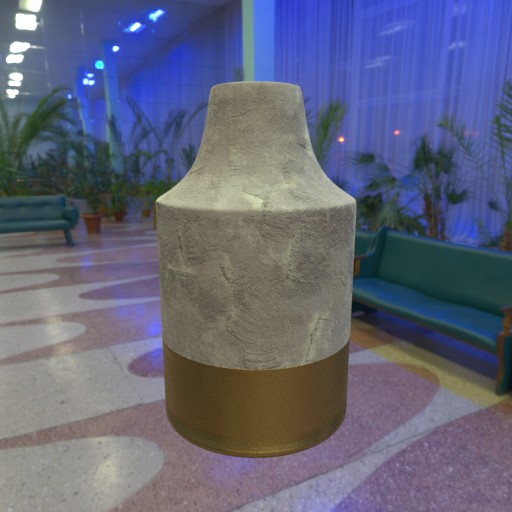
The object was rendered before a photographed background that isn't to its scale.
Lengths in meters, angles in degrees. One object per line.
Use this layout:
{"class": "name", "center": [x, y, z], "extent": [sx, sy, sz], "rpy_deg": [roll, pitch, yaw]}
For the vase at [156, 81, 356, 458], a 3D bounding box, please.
{"class": "vase", "center": [0.000, 0.000, 0.426], "extent": [0.184, 0.305, 0.184], "rpy_deg": [0, 13, 0]}
